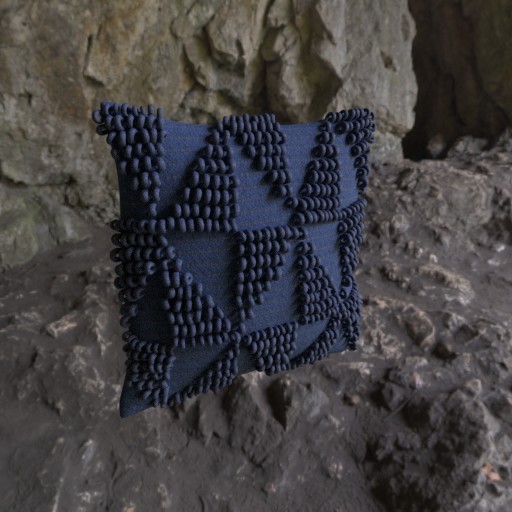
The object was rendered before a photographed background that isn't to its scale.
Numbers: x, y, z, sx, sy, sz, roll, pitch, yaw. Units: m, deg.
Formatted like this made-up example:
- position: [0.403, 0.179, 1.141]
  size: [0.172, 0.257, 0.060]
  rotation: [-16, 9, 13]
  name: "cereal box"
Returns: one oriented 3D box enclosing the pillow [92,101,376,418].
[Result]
- position: [0.000, 0.000, 0.722]
  size: [0.469, 0.466, 0.172]
  rotation: [-9, 18, -27]
  name: "pillow"
